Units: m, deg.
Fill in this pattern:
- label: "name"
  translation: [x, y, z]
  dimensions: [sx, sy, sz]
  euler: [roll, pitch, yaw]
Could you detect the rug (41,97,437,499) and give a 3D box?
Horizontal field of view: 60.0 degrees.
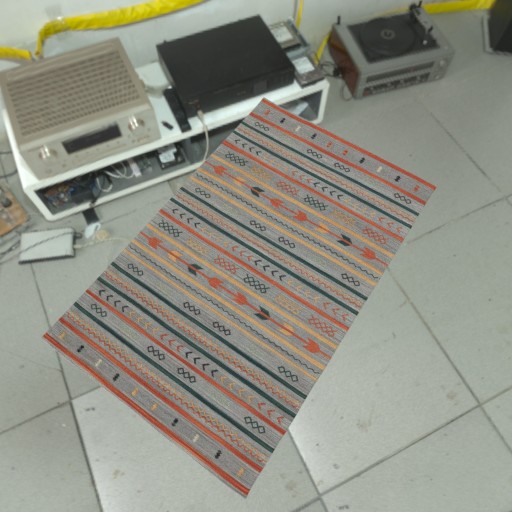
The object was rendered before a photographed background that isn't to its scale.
- label: "rug"
  translation: [0.000, 0.000, 2.977]
  dimensions: [1.537, 0.029, 2.439]
  euler: [32, 68, 15]
